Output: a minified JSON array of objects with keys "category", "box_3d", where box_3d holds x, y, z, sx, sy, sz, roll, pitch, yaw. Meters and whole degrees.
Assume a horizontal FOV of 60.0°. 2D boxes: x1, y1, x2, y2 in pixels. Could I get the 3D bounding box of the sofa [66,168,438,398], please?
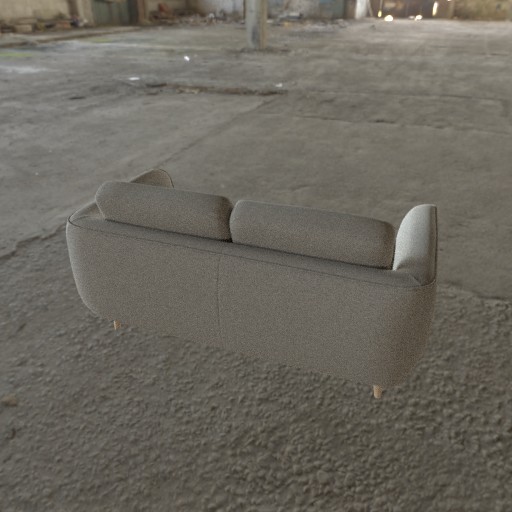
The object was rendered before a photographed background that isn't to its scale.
[{"category":"sofa","box_3d":[0.000,0.000,2.248,1.700,0.850,0.920,10,32,17]}]
